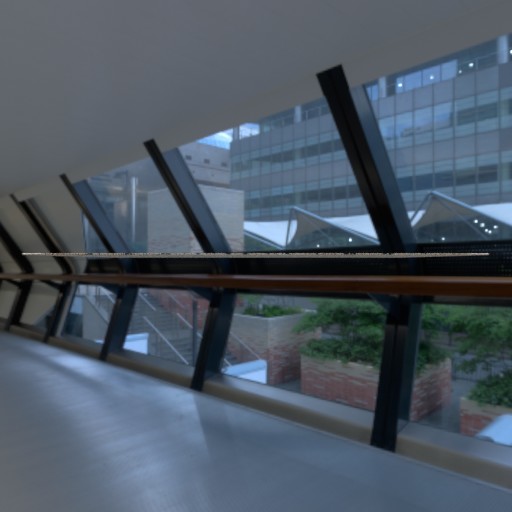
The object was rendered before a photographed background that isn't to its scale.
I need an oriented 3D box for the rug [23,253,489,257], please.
[{"bbox_3d":[0.000,0.000,2.492,2.006,0.008,1.196,0,-1,0],"label":"rug"}]
